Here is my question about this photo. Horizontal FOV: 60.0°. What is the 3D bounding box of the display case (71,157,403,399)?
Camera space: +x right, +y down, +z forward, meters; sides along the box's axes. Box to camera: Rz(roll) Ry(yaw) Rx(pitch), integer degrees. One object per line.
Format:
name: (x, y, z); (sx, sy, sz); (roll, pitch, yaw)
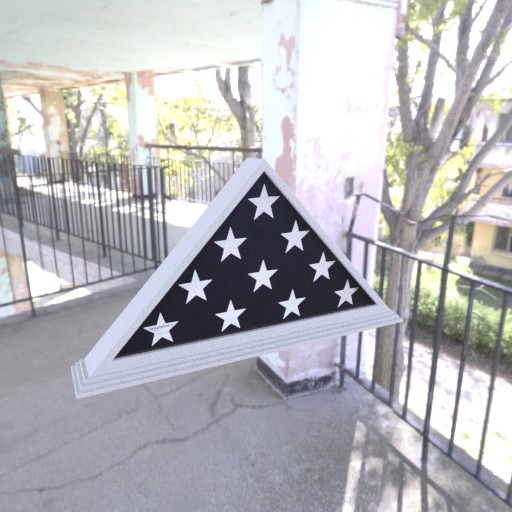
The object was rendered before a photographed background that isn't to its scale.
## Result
display case: (0.000, 0.000, 0.789); (0.640, 0.340, 0.095); (-7, 17, -25)
